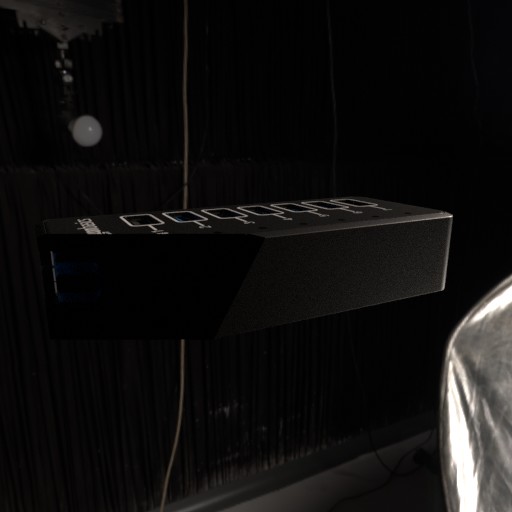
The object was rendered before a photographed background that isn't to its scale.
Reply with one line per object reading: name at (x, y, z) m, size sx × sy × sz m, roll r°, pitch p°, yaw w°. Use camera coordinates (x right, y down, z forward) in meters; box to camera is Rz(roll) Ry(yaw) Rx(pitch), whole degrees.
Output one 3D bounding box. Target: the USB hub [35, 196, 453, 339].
USB hub at (0.000, 0.000, 0.126) m, size 0.110 × 0.023 × 0.044 m, roll -8°, pitch 17°, yaw -26°
